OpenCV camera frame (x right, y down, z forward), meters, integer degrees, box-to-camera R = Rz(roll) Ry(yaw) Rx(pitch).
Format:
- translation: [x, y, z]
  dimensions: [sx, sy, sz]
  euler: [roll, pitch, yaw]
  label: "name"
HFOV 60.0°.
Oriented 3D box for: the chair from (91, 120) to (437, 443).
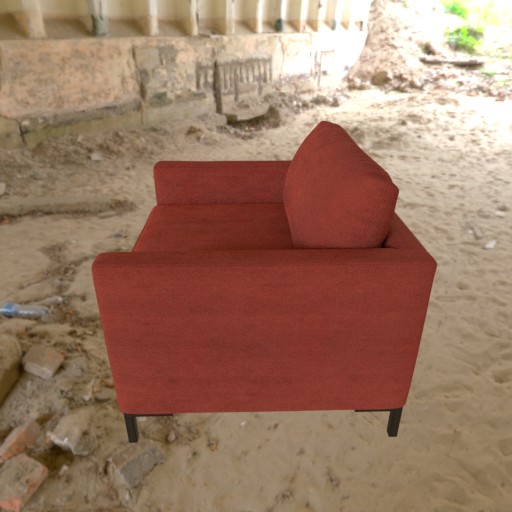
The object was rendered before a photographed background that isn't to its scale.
- translation: [0.000, 0.000, 1.578]
  dimensions: [0.875, 0.812, 0.964]
  euler: [-1, 27, -1]
  label: "chair"
